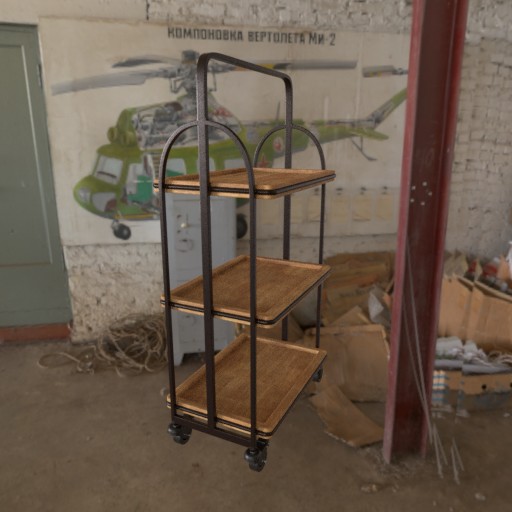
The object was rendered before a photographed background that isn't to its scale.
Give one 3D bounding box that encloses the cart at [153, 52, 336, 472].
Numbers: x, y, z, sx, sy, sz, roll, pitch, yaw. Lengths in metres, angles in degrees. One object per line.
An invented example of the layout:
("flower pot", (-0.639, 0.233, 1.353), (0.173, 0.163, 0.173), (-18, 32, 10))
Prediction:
("cart", (0.000, 0.000, 1.255), (0.327, 1.001, 0.553), (7, 17, 25))
